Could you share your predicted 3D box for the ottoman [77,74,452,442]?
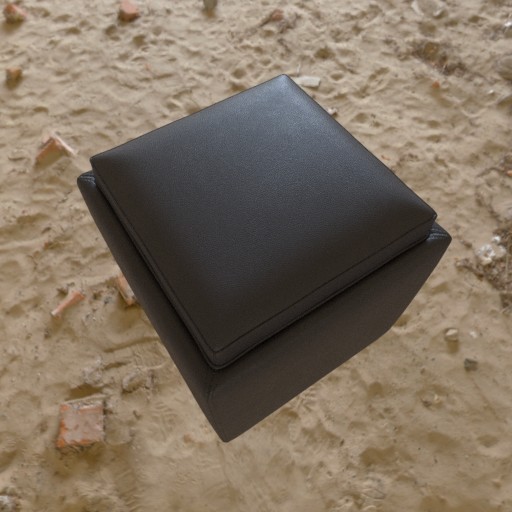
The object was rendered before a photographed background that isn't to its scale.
[{"bbox_3d":[0.000,0.000,0.834,0.450,0.460,0.451,-30,63,-17],"label":"ottoman"}]
